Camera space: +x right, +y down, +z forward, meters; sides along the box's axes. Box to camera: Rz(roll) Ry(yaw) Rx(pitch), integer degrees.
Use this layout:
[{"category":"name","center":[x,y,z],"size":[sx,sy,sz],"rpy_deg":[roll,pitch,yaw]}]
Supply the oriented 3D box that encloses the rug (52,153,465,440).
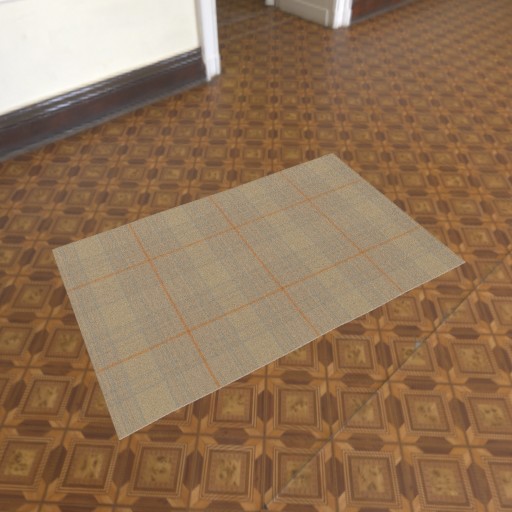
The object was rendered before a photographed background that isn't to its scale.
[{"category":"rug","center":[0.000,0.000,3.081],"size":[2.442,0.016,1.527],"rpy_deg":[-22,50,-20]}]
